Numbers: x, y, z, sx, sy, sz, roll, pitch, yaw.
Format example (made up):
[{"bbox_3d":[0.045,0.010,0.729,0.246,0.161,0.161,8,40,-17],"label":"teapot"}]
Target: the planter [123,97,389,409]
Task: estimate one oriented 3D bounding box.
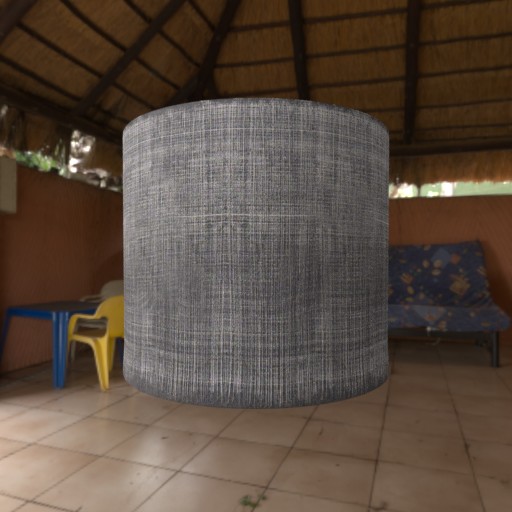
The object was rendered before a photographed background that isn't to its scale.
[{"bbox_3d":[0.000,0.000,0.309,0.178,0.157,0.178,0,0,0],"label":"planter"}]
